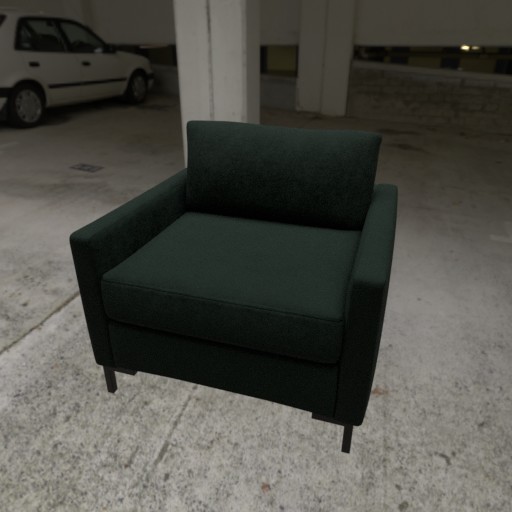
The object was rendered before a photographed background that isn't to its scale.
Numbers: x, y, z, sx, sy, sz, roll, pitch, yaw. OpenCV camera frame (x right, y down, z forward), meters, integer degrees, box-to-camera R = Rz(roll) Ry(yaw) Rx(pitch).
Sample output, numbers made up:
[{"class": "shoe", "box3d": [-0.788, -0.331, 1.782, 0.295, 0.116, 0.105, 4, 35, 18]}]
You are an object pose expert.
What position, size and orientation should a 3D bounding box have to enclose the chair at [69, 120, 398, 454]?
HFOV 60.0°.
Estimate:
[{"class": "chair", "box3d": [0.000, 0.000, 1.643, 0.963, 0.861, 0.866, 8, 28, 16]}]
